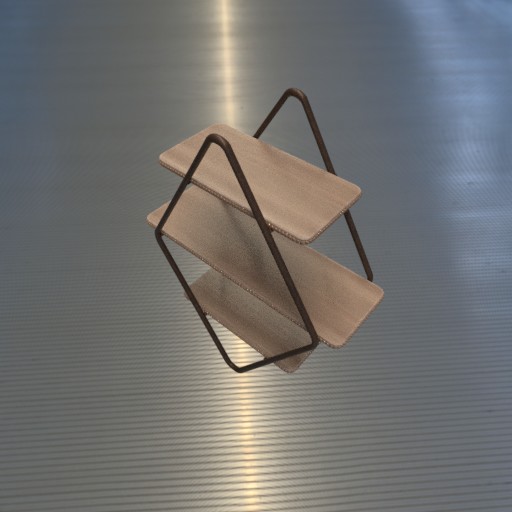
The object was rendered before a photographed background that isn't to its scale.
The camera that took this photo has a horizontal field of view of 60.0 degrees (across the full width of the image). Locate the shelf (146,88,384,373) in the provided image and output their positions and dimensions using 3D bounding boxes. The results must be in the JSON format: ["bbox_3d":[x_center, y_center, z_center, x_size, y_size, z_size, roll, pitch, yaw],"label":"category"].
[{"bbox_3d":[0.000,0.000,1.081,0.609,0.774,0.234,32,54,27],"label":"shelf"}]
